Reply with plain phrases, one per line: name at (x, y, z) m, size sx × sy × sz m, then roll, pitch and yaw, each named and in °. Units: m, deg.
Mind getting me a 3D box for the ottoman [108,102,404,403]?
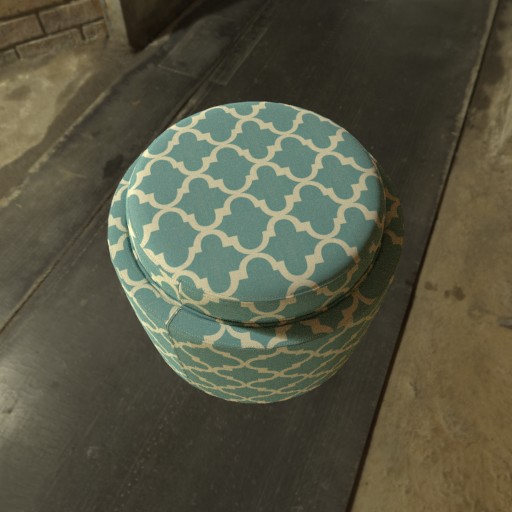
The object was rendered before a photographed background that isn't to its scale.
ottoman at (0.000, 0.000, 0.834) m, size 0.480 × 0.429 × 0.480 m, roll 0°, pitch 58°, yaw 0°
